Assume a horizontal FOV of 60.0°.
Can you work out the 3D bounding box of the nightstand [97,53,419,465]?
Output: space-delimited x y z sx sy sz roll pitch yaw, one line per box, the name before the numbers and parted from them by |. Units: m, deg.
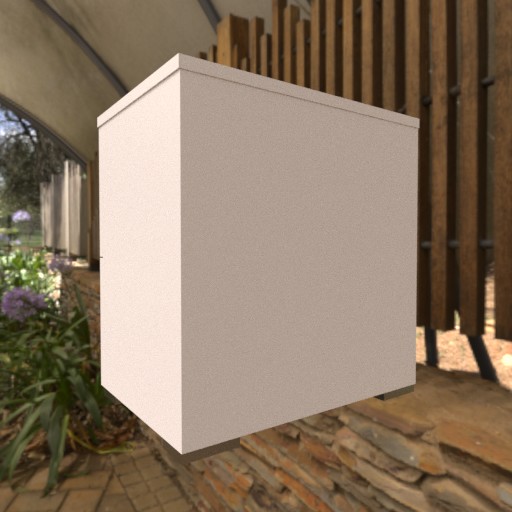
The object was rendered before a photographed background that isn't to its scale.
nightstand | 0.000 0.000 0.754 0.441 0.460 0.325 -1 2 -36
